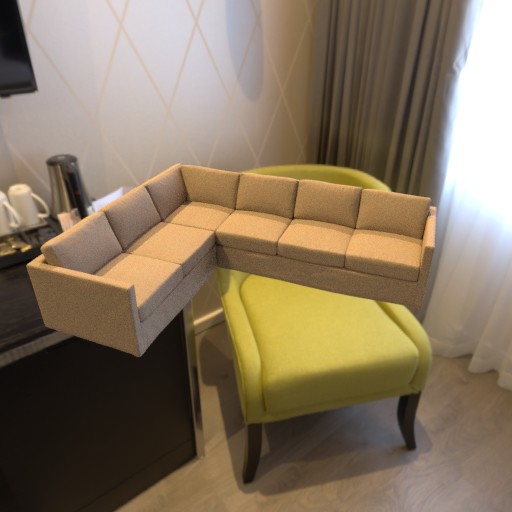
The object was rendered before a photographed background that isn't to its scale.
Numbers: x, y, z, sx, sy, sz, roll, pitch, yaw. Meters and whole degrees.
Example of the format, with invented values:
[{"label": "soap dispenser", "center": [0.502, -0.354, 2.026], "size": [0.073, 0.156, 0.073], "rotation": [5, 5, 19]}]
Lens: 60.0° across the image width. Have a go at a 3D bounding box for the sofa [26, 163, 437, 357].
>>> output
[{"label": "sofa", "center": [0.000, 0.000, 4.286], "size": [3.182, 0.871, 2.432], "rotation": [11, 32, 18]}]
